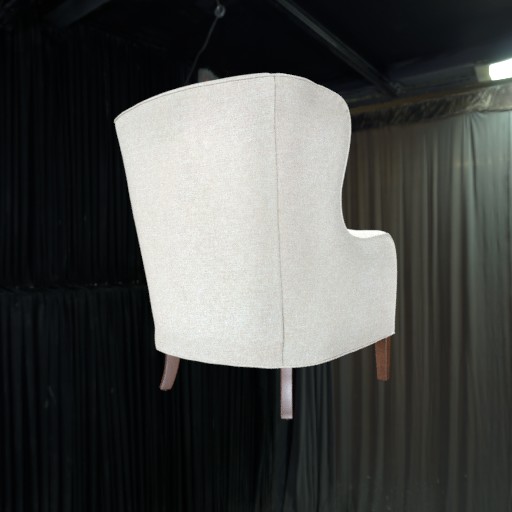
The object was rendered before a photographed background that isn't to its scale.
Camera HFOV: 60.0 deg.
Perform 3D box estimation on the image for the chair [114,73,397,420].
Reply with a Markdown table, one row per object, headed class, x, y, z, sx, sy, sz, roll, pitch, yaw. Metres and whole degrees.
| class | x | y | z | sx | sy | sz | roll | pitch | yaw |
| --- | --- | --- | --- | --- | --- | --- | --- | --- | --- |
| chair | 0.000 | 0.000 | 1.733 | 0.838 | 1.040 | 0.966 | -1 | -1 | 36 |
